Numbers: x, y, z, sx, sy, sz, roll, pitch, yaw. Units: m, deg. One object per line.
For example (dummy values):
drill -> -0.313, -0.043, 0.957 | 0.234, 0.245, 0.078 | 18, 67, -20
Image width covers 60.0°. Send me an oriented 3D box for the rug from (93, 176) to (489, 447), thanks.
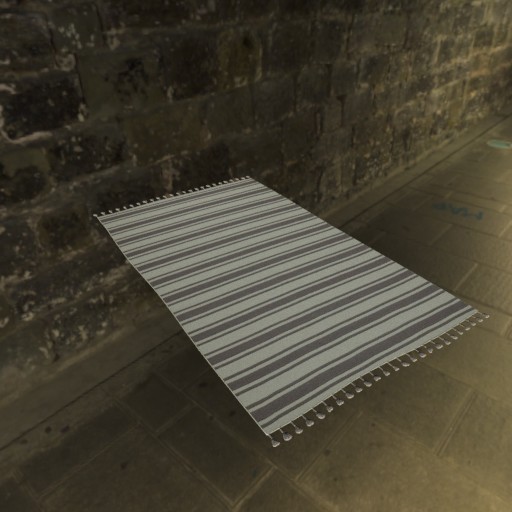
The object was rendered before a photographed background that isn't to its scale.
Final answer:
rug -> 0.000, 0.000, 2.499 | 1.229, 0.011, 2.096 | -19, 37, -28
